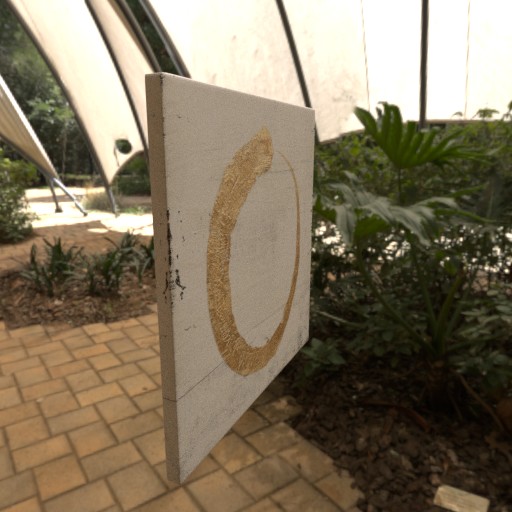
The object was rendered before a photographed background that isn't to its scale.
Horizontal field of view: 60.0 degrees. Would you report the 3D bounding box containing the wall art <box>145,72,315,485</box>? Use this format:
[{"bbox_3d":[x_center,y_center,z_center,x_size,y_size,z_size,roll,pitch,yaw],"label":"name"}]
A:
[{"bbox_3d":[0.000,0.000,1.121,0.038,0.762,0.762,6,15,25],"label":"wall art"}]
